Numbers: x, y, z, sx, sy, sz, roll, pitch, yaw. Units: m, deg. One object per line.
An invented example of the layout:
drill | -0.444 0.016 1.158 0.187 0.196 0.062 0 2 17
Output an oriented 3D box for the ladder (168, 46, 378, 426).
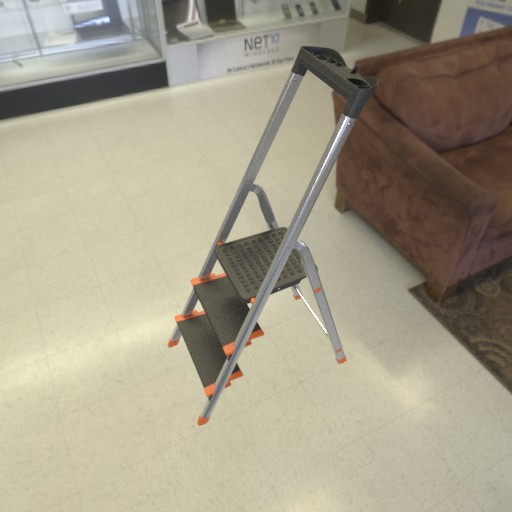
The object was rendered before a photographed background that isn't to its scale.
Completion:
ladder | 0.000 0.000 1.522 0.686 1.229 0.416 -18 49 -17
